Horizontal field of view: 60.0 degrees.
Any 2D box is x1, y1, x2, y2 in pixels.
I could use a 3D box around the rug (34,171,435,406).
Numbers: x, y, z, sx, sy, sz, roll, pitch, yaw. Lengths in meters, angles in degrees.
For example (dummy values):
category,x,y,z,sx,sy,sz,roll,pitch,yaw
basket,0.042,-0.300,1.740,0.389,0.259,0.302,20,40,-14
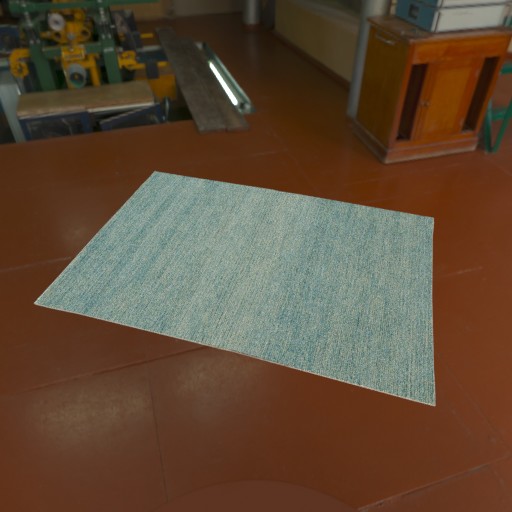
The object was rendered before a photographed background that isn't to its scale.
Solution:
category,x,y,z,sx,sy,sz,roll,pitch,yaw
rug,0.000,0.000,2.971,2.305,0.029,1.593,11,43,13
